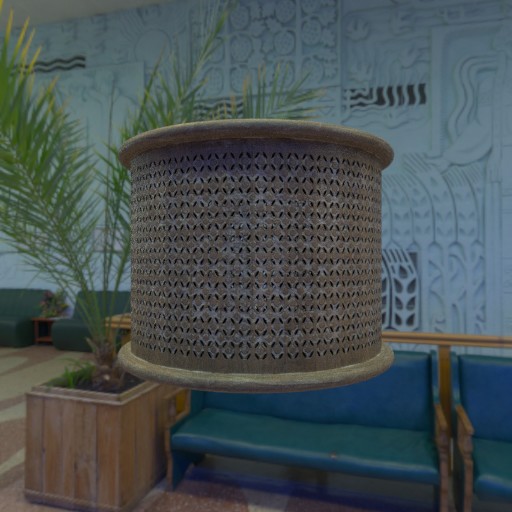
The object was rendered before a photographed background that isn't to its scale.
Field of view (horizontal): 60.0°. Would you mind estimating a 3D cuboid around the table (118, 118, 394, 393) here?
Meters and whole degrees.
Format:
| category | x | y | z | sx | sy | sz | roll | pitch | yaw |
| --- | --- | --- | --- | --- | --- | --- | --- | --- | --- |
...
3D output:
| category | x | y | z | sx | sy | sz | roll | pitch | yaw |
| --- | --- | --- | --- | --- | --- | --- | --- | --- | --- |
| table | 0.000 | 0.000 | 1.019 | 0.607 | 0.450 | 0.607 | 0 | 0 | 0 |
